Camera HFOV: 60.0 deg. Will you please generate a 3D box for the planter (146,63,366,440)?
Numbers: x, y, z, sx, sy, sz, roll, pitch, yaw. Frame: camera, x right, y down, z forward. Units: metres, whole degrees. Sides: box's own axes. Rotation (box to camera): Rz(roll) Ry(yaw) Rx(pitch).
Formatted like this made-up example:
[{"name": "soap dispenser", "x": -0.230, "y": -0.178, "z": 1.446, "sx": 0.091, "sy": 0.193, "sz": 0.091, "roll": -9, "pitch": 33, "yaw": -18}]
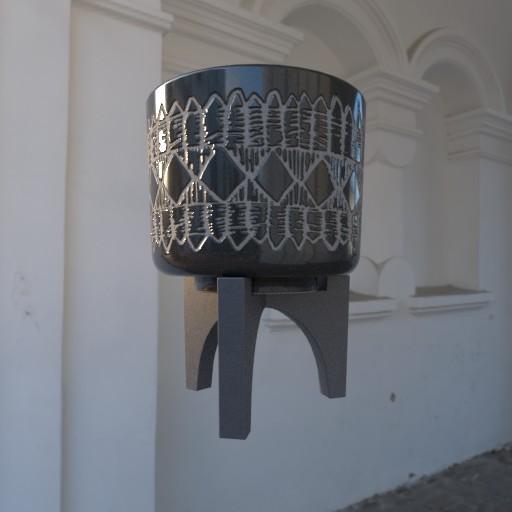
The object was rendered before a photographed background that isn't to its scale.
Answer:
[{"name": "planter", "x": 0.000, "y": 0.000, "z": 0.402, "sx": 0.196, "sy": 0.264, "sz": 0.196, "roll": 1, "pitch": -2, "yaw": -19}]
